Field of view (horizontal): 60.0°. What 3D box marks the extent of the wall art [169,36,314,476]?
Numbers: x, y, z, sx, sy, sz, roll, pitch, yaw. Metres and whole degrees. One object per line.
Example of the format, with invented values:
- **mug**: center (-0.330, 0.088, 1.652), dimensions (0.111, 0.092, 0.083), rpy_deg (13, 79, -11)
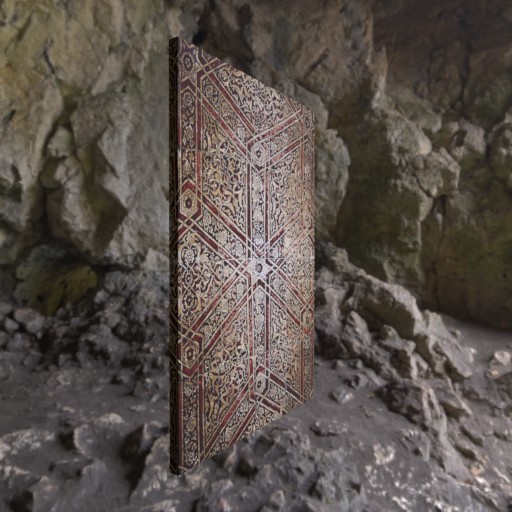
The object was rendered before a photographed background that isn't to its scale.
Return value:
- **wall art**: center (0.000, 0.000, 0.771), dimensions (0.020, 0.599, 0.397), rpy_deg (0, 1, 35)
